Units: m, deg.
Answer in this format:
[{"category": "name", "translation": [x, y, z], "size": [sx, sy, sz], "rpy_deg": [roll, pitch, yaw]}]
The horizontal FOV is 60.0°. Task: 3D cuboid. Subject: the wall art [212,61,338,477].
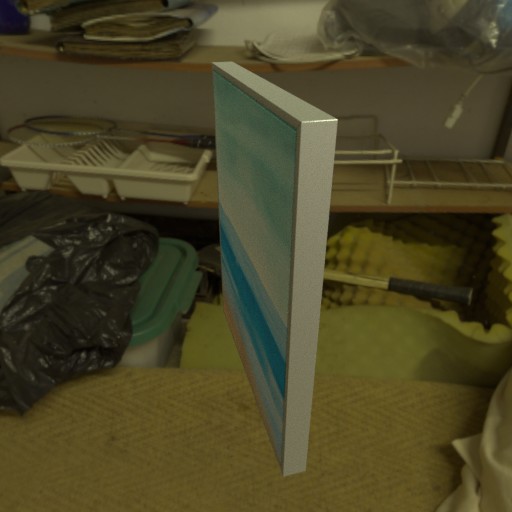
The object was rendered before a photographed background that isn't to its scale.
[{"category": "wall art", "translation": [0.000, 0.000, 0.749], "size": [0.039, 0.553, 0.445], "rpy_deg": [-8, 32, -14]}]
